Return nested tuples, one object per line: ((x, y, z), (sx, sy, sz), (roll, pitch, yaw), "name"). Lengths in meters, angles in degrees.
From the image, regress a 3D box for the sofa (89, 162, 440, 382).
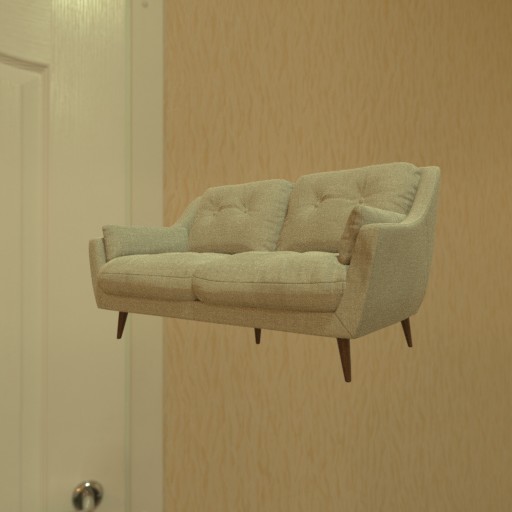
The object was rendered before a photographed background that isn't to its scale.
((0.000, 0.000, 2.234), (1.652, 0.888, 0.965), (0, 0, 38), "sofa")
